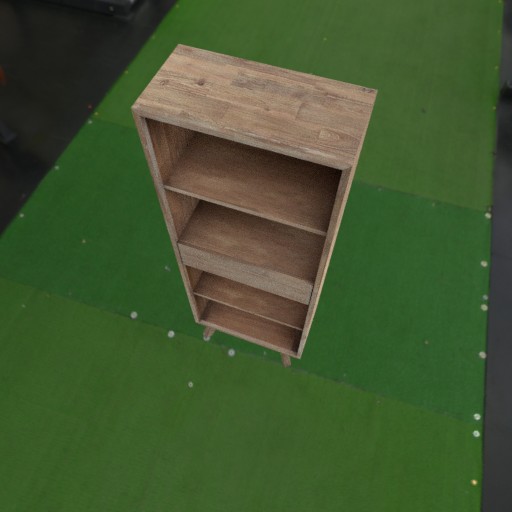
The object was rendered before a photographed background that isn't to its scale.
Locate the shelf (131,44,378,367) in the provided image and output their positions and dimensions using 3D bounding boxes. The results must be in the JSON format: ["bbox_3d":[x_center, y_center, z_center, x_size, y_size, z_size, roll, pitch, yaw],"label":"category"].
[{"bbox_3d":[0.000,0.000,1.551,0.491,1.342,0.267,17,61,10],"label":"shelf"}]
